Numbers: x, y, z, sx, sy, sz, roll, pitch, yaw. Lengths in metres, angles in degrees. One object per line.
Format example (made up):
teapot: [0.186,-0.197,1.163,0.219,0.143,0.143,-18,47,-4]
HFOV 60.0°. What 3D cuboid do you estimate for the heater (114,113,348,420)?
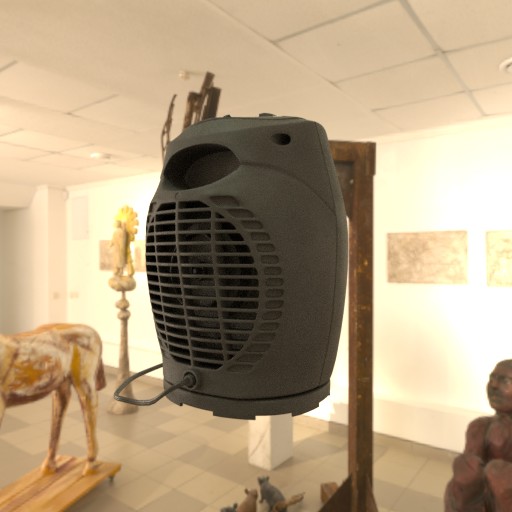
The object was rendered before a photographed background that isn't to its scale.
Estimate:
heater: [0.000,0.000,0.475,0.239,0.255,0.291,0,1,36]
